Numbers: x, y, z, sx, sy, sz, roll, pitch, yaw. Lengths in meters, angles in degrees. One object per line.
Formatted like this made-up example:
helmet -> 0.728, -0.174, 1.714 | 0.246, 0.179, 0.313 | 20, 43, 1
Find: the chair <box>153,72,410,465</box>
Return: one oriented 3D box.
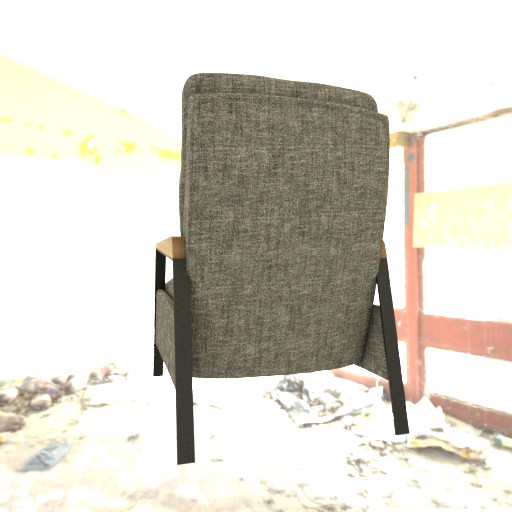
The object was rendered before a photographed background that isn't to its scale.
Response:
chair -> 0.000, 0.000, 1.610 | 0.671, 1.042, 0.868 | 0, 0, -17
